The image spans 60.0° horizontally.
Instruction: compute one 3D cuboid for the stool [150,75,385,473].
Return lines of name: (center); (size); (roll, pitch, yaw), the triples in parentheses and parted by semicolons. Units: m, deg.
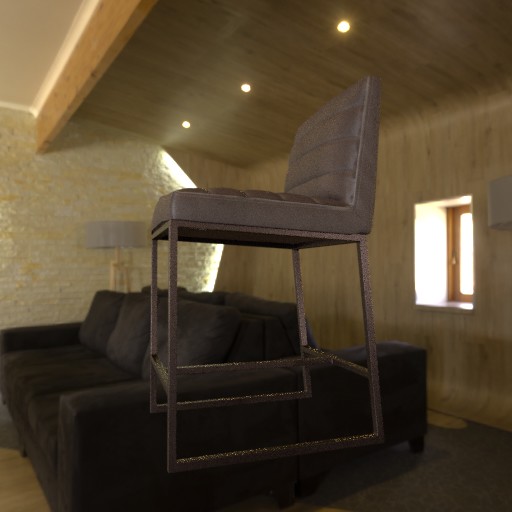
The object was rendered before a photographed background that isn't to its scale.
stool: (0.000, 0.000, 1.251); (0.562, 0.946, 0.463); (1, -2, -18)
